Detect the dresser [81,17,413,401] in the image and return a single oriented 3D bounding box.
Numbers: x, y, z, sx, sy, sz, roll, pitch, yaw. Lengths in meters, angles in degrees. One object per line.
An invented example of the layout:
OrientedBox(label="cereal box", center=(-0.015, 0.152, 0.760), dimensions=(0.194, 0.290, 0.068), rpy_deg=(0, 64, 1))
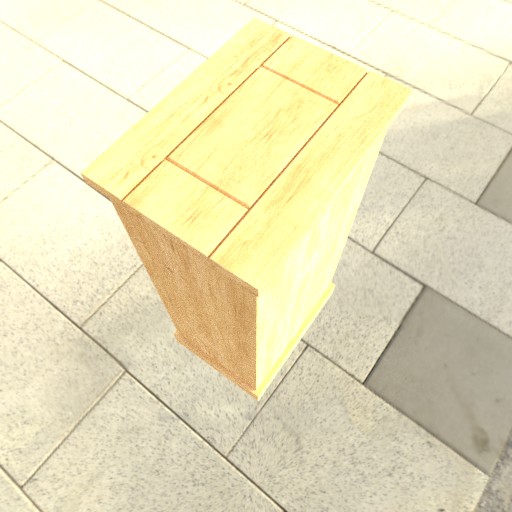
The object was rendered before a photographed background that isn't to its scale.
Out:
OrientedBox(label="dresser", center=(0.000, 0.000, 1.298), dimensions=(0.390, 1.041, 0.531), rpy_deg=(32, 67, 15))
